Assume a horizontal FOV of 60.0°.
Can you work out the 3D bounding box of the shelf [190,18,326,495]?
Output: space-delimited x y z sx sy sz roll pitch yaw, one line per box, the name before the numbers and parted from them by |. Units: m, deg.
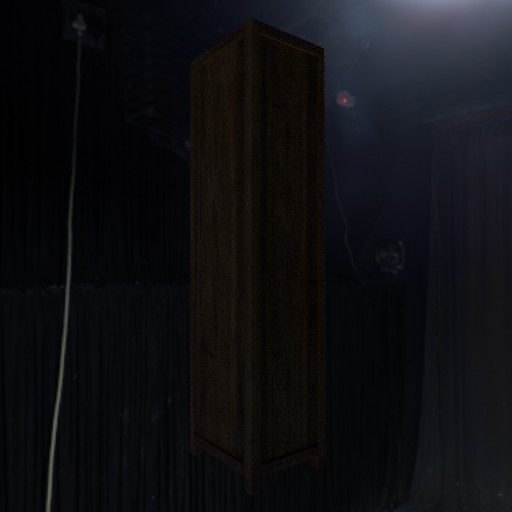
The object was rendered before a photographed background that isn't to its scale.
shelf | 0.000 0.000 2.091 0.428 1.900 0.500 0 -1 -37
